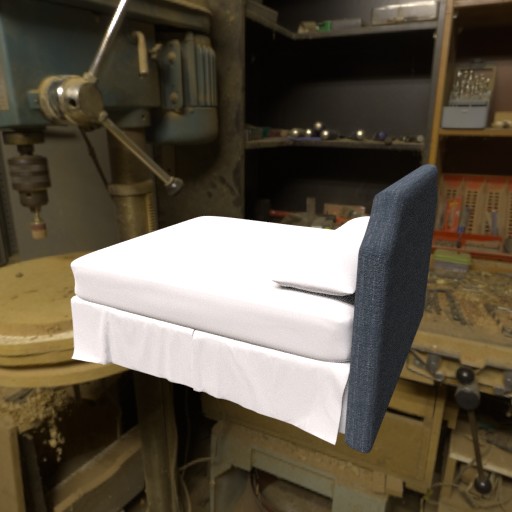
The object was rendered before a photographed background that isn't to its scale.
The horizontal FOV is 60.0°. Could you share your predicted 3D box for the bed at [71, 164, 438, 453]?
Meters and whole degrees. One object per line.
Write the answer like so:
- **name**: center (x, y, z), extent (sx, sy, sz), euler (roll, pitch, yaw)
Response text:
- **bed**: center (0.000, 0.000, 3.238), extent (2.208, 1.297, 1.828), euler (9, 20, 26)
